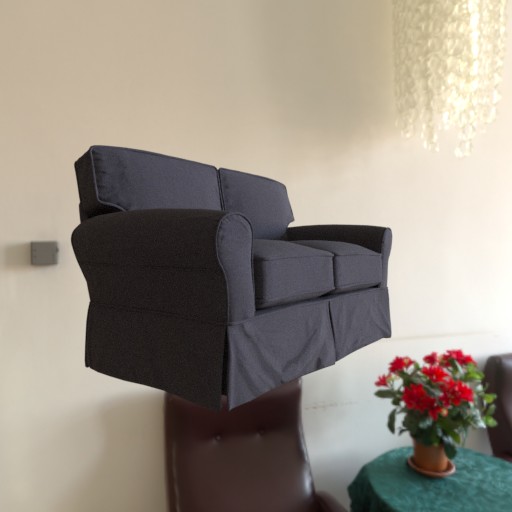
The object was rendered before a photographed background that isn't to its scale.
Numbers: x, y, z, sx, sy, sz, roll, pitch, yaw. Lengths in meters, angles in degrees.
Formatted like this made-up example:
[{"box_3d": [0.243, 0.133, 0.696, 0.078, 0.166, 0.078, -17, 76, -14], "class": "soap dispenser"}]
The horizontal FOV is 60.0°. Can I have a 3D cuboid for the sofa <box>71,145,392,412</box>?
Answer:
[{"box_3d": [0.000, 0.000, 2.461, 0.997, 1.059, 1.801, 1, 1, 36], "class": "sofa"}]
